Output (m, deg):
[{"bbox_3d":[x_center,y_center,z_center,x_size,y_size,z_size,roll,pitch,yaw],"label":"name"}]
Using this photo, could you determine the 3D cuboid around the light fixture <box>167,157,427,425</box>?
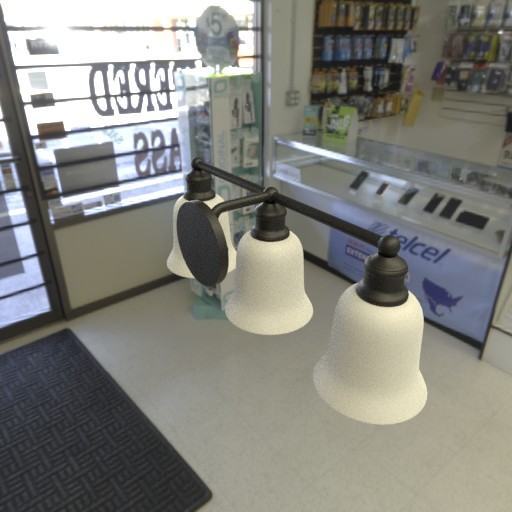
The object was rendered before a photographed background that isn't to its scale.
[{"bbox_3d":[0.000,0.000,0.671,0.198,0.211,0.570,-18,32,-32],"label":"light fixture"}]
